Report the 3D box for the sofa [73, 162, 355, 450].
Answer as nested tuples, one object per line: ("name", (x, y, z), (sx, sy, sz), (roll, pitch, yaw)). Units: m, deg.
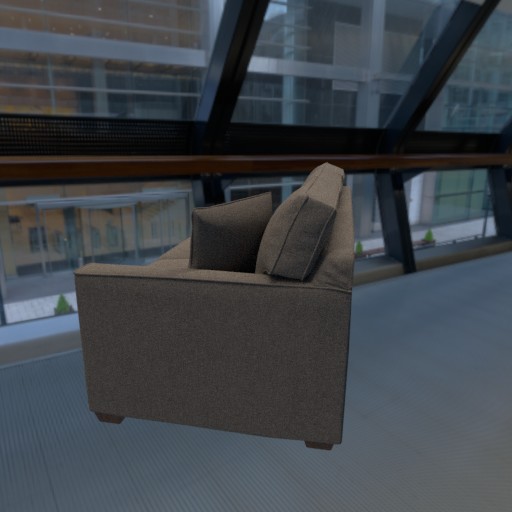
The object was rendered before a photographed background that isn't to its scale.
("sofa", (0.000, 0.000, 2.481), (1.034, 0.946, 1.963), (3, 15, 11))
